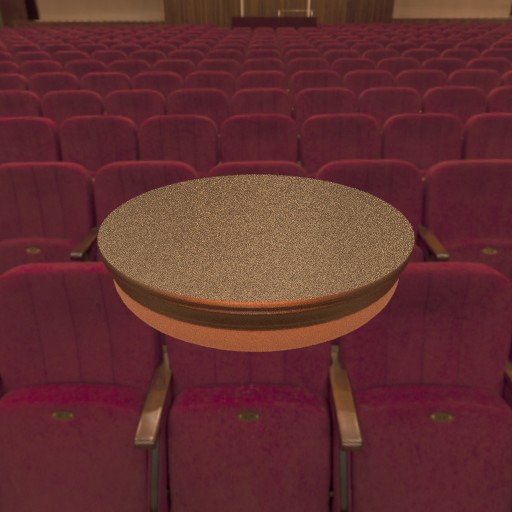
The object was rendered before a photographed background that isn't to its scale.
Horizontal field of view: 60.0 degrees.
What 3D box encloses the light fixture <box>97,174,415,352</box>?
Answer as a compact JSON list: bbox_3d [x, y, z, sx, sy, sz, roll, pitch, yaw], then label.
[{"bbox_3d":[0.000,0.000,0.559,0.368,0.100,0.368,0,27,0],"label":"light fixture"}]
